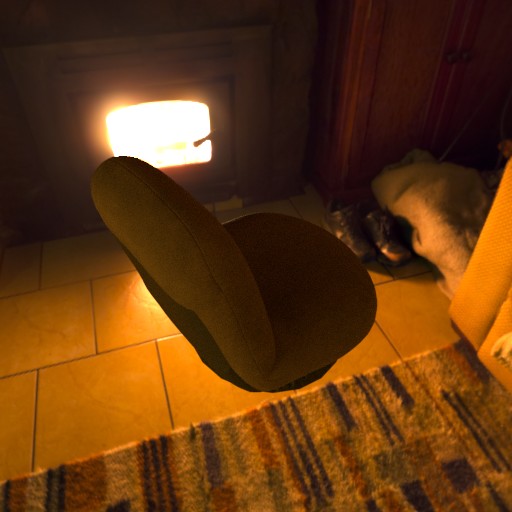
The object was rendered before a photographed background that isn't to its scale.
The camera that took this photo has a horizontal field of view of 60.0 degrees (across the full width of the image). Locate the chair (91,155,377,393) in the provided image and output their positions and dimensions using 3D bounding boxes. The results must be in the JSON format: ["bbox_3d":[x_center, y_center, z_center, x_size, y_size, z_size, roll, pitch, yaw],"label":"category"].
[{"bbox_3d":[0.000,0.000,1.058,0.597,0.594,0.521,-27,48,-28],"label":"chair"}]
